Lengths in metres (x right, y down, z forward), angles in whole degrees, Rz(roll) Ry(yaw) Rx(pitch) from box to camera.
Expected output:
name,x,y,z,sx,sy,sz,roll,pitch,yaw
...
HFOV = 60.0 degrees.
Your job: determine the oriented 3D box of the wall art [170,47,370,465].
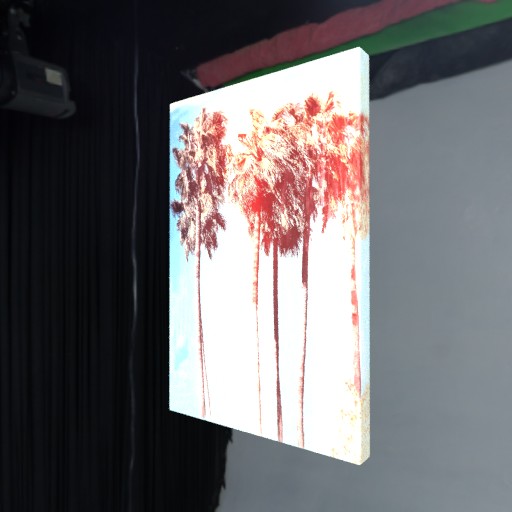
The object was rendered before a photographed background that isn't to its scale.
name,x,y,z,sx,sy,sz,roll,pitch,yaw
wall art,0.000,0.000,0.776,0.401,0.610,0.038,0,-1,36
